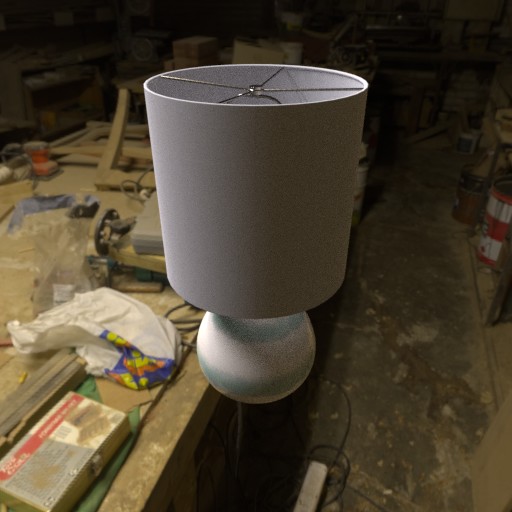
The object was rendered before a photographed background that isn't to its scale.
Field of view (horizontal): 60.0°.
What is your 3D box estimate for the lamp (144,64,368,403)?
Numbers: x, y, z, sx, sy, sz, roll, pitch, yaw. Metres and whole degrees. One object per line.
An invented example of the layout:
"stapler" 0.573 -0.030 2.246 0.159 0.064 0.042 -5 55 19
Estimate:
"lamp" 0.000 0.000 0.541 0.217 0.404 0.217 10 33 16
